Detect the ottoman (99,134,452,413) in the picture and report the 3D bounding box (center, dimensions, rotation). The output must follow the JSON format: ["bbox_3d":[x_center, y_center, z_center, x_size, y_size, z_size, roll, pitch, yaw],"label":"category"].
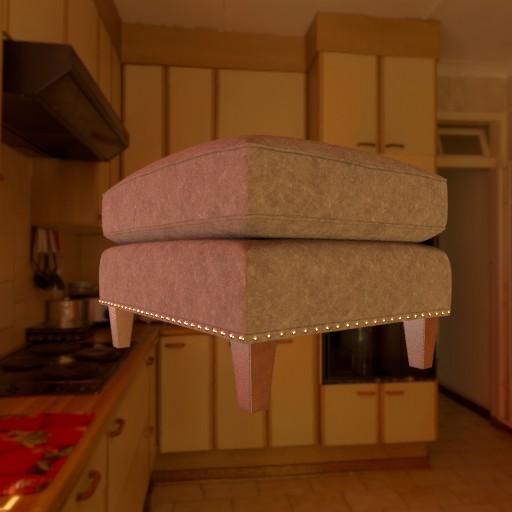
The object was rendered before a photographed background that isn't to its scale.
[{"bbox_3d":[0.000,0.000,1.139,0.584,0.513,0.741,0,0,-36],"label":"ottoman"}]
